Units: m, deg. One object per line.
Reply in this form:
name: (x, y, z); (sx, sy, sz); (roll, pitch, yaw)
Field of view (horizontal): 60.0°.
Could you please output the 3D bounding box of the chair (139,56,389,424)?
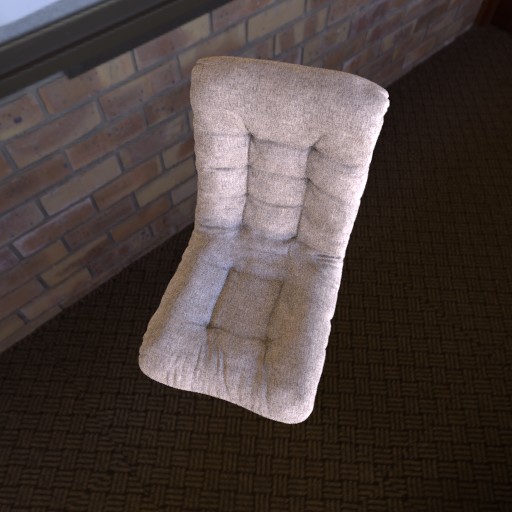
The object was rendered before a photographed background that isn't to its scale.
chair: (0.000, 0.000, 0.976); (0.400, 0.600, 0.583); (14, 60, 8)
